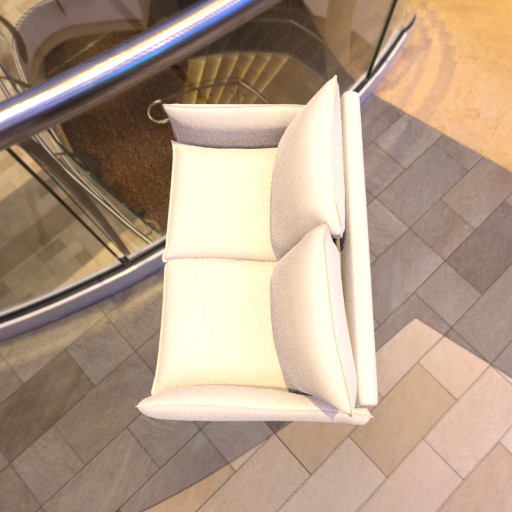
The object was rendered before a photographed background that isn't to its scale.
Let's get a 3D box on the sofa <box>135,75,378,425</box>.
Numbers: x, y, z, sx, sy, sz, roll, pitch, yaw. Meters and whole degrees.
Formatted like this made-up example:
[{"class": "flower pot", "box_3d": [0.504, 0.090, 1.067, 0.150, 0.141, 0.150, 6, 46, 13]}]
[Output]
[{"class": "sofa", "box_3d": [0.000, 0.000, 1.858, 0.820, 0.840, 1.300, 1, 73, 0]}]
